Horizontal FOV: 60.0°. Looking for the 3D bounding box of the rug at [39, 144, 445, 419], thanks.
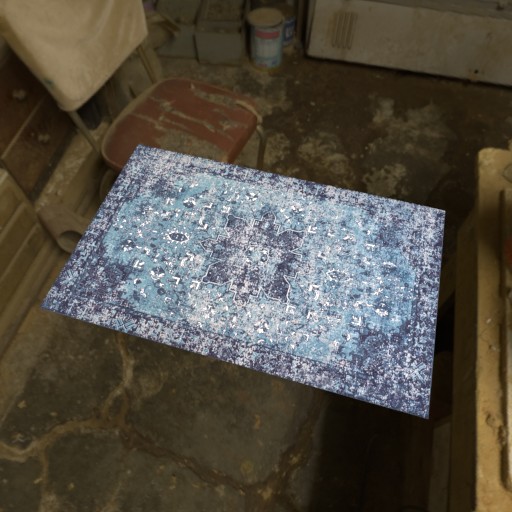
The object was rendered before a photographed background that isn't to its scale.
[{"bbox_3d":[0.000,0.000,3.034,2.440,0.007,1.525,14,59,8],"label":"rug"}]
